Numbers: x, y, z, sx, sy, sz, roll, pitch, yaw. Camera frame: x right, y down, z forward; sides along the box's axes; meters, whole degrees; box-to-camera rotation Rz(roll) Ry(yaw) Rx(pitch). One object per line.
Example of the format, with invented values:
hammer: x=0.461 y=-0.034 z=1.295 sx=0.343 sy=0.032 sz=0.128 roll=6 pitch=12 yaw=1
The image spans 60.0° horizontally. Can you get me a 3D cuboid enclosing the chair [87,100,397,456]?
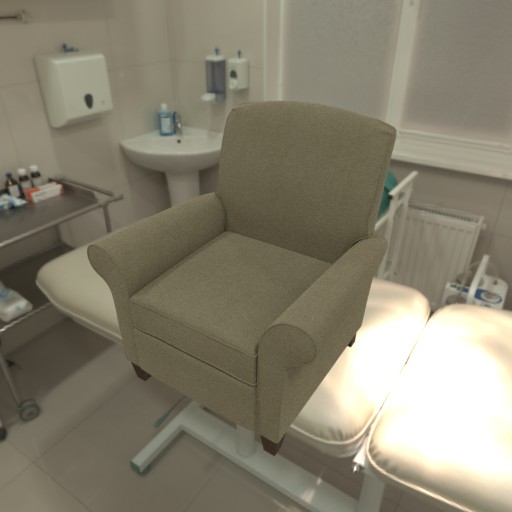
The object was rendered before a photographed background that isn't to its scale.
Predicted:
chair: x=0.000 y=0.000 z=1.802 sx=0.978 sy=1.061 sz=0.905 roll=19 pitch=35 yaw=28
